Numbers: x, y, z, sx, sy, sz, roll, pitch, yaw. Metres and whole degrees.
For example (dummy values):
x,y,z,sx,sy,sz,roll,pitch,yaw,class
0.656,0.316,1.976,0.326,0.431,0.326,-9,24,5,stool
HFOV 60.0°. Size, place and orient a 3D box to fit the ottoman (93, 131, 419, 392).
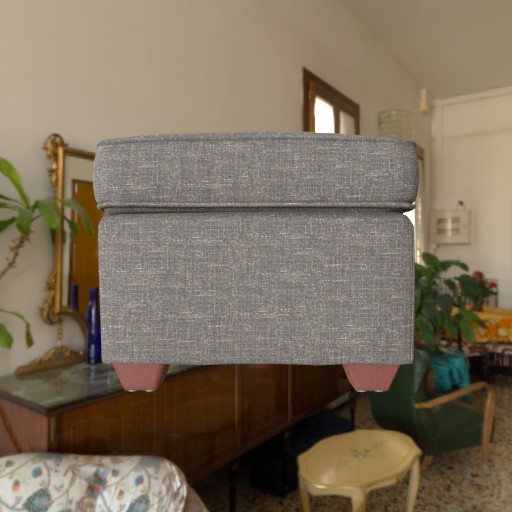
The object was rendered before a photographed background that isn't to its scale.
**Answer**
x,y,z,sx,sy,sz,roll,pitch,yaw,class
0.000,0.000,1.059,0.549,0.450,0.749,0,0,0,ottoman
